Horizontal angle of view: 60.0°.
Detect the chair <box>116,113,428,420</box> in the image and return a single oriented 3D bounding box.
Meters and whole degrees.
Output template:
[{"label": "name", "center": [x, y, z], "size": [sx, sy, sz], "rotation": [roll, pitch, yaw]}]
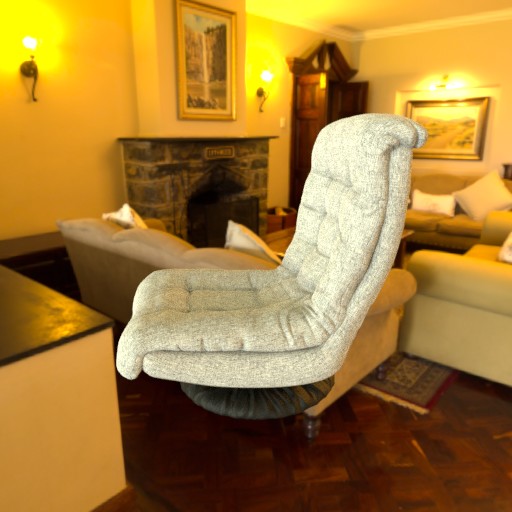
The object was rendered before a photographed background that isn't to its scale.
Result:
[{"label": "chair", "center": [0.000, 0.000, 0.982], "size": [0.583, 0.600, 0.400], "rotation": [-2, 16, -8]}]
